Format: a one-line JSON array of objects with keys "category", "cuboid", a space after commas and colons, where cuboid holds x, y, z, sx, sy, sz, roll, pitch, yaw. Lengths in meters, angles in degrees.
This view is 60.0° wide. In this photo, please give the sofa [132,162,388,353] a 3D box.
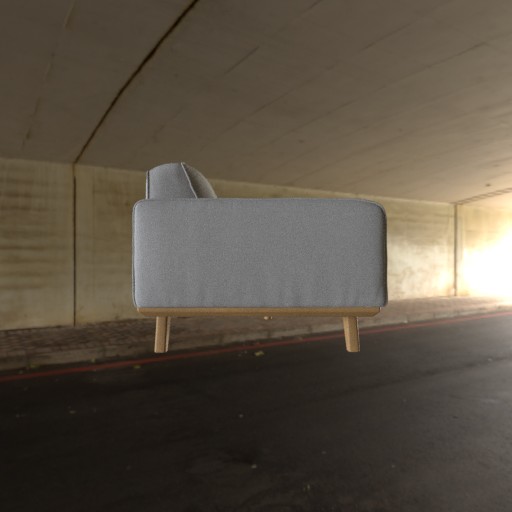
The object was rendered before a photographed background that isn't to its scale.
[{"category": "sofa", "cuboid": [0.000, 0.000, 2.743, 0.956, 0.781, 2.270, 0, 0, -1]}]
